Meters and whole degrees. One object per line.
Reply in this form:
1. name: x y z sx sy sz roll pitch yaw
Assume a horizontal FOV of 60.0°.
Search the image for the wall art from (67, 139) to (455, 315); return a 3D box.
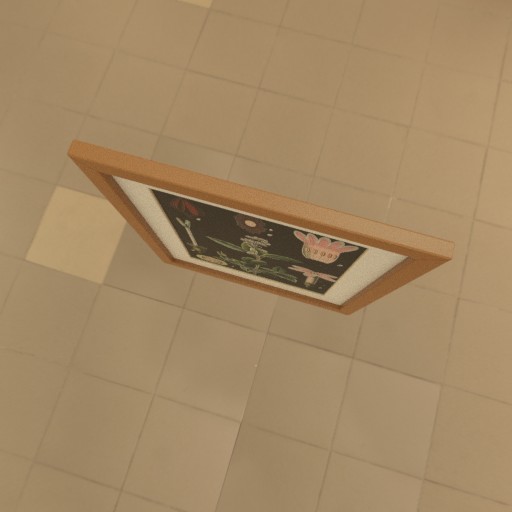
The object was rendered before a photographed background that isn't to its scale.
1. wall art: 0.000 0.000 0.527 0.310 0.379 0.015 16 77 4
